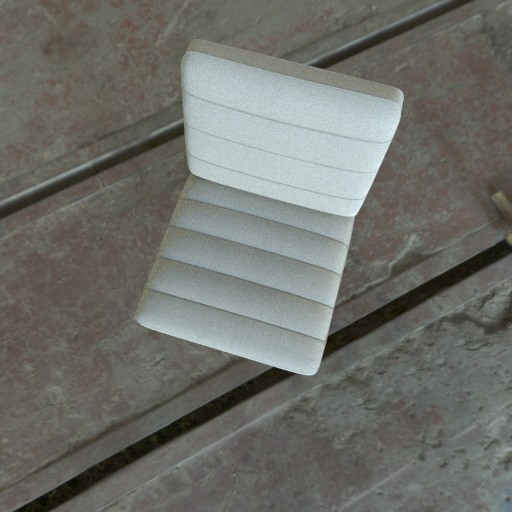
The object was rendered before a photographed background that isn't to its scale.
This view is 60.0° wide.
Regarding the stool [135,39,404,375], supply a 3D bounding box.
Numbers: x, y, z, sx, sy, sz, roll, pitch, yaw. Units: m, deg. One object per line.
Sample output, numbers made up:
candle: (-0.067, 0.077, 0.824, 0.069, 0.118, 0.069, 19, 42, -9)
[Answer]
stool: (0.000, 0.000, 1.243, 0.460, 0.940, 0.560, 16, 75, 4)
